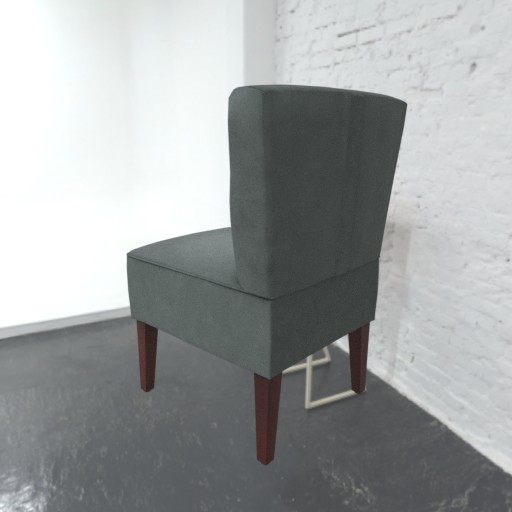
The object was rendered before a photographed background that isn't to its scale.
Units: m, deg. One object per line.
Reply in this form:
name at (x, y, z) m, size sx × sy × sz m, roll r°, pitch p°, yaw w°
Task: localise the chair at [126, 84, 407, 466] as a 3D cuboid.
chair at (0.000, 0.000, 1.175) m, size 0.554 × 0.806 × 0.521 m, roll 15°, pitch 22°, yaw 42°
